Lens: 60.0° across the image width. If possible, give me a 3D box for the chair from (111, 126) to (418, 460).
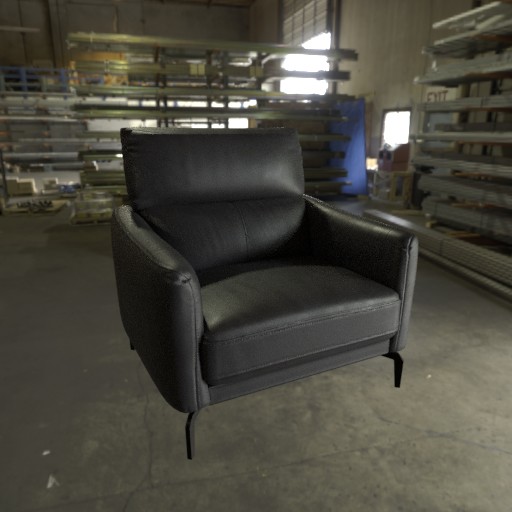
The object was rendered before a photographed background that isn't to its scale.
[{"bbox_3d":[0.000,0.000,1.683,0.976,0.949,0.809,-8,18,-26],"label":"chair"}]
